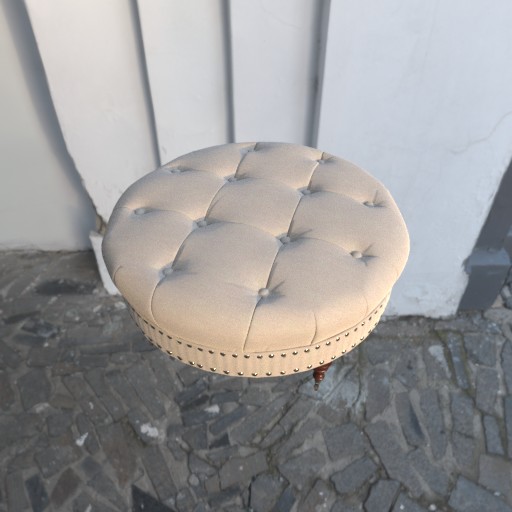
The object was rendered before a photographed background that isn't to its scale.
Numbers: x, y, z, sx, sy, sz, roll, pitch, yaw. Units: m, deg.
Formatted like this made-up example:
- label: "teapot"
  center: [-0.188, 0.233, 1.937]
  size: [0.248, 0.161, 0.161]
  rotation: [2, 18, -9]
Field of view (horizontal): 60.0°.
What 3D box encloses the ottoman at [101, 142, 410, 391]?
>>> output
- label: "ottoman"
  center: [0.000, 0.000, 1.416]
  size: [0.901, 0.439, 0.901]
  rotation: [0, 41, 0]
